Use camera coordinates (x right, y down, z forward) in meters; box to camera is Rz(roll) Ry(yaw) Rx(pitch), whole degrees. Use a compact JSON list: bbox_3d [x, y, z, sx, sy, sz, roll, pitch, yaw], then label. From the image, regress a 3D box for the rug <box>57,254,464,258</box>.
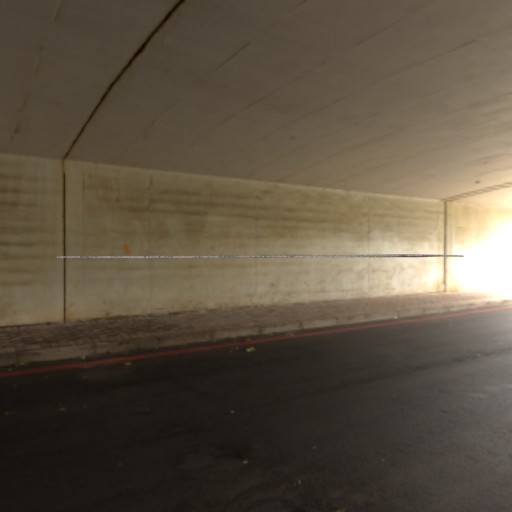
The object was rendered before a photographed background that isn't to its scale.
[{"bbox_3d":[0.000,0.000,4.139,2.430,0.030,3.054,0,0,-2],"label":"rug"}]
